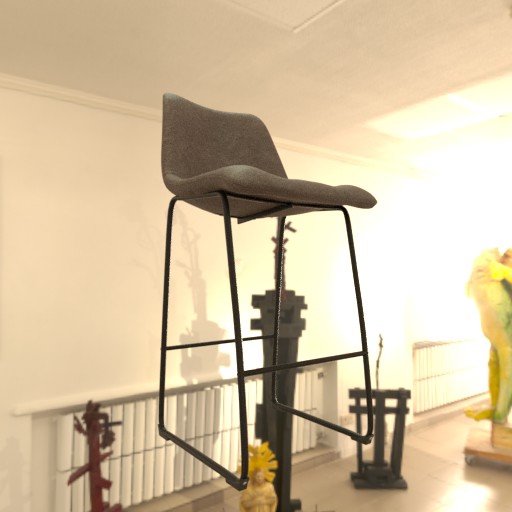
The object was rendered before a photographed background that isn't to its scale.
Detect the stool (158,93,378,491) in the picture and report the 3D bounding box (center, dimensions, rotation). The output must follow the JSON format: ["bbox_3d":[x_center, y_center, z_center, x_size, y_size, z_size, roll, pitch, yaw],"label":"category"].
[{"bbox_3d":[0.000,0.000,1.344,0.514,1.082,0.561,1,-2,-37],"label":"stool"}]
